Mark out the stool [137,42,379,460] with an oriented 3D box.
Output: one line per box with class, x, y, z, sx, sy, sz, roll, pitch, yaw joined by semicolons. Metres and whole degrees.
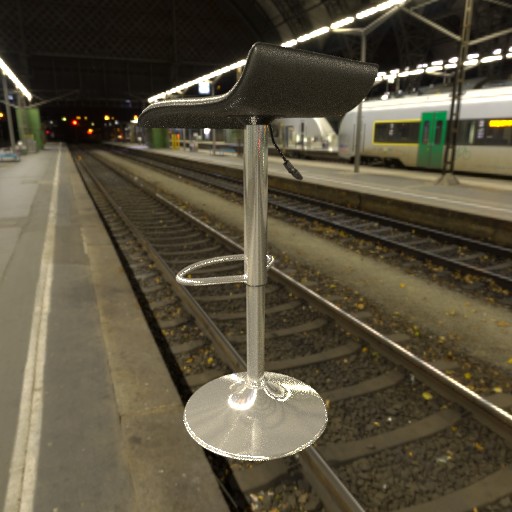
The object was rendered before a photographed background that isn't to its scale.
stool;0.000;0.000;1.065;0.381;0.851;0.381;-14;21;-42
